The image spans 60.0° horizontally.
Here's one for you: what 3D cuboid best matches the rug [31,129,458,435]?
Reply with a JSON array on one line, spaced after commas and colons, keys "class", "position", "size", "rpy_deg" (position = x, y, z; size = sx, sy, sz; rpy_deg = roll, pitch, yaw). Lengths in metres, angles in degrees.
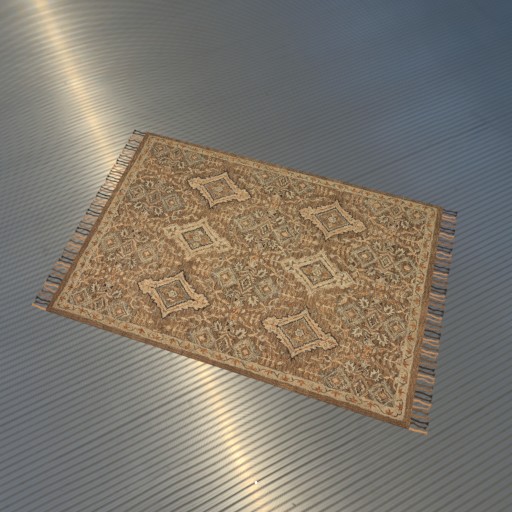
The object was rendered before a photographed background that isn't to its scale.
[{"class": "rug", "position": [0.000, 0.000, 2.899], "size": [2.434, 0.010, 1.516], "rpy_deg": [16, 64, 8]}]
